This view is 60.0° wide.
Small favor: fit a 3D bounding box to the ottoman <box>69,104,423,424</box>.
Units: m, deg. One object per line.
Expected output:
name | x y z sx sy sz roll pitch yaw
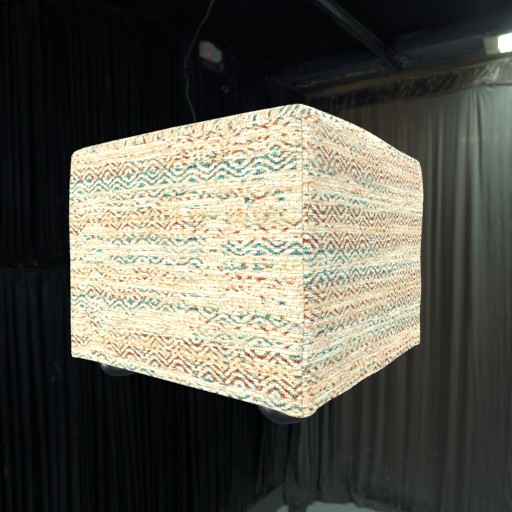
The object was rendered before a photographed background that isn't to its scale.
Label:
ottoman | 0.000 0.000 0.888 0.521 0.453 0.512 1 2 36
